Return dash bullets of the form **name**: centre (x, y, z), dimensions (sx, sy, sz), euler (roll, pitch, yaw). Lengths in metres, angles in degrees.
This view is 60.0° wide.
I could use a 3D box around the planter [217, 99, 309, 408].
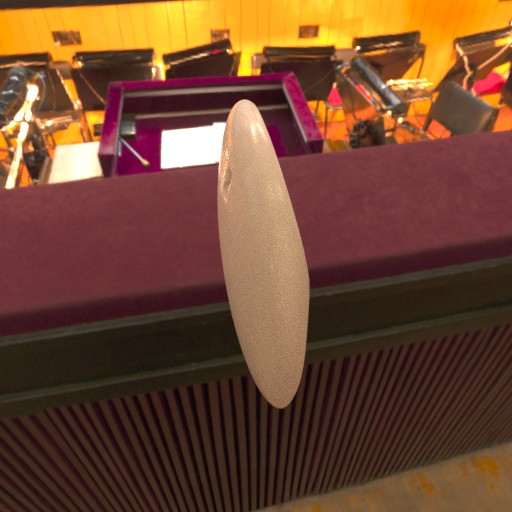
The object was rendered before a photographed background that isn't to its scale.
- **planter**: centre (0.000, 0.000, 0.284), dimensions (0.043, 0.188, 0.185), euler (-8, 46, -8)
